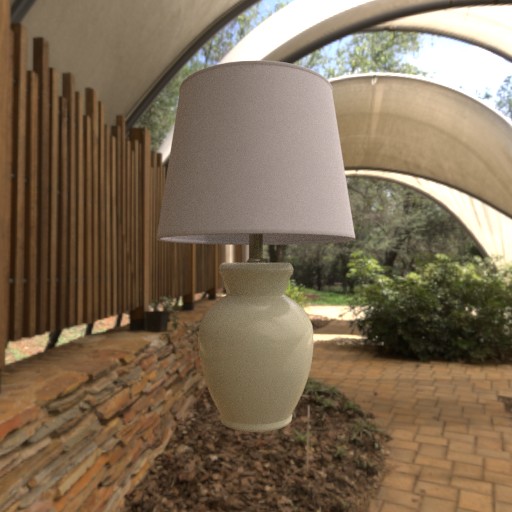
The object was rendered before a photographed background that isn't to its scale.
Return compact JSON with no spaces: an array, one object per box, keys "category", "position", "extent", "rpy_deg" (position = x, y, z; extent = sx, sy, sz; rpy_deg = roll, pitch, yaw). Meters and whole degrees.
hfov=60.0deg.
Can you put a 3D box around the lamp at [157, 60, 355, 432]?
[{"category":"lamp","position":[0.000,0.000,0.546],"extent":[0.239,0.399,0.239],"rpy_deg":[0,-1,0]}]
